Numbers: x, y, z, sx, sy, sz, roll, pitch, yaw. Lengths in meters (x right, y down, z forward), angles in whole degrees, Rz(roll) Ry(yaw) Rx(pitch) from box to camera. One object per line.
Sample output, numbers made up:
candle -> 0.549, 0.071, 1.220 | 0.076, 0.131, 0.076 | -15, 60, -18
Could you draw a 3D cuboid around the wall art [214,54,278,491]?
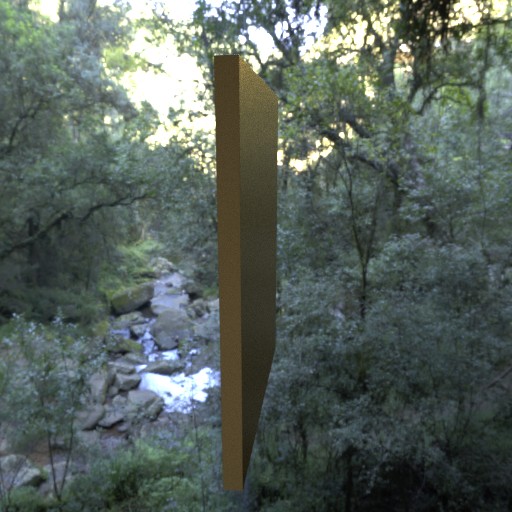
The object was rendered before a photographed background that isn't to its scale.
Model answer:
wall art -> 0.000, 0.000, 1.037 | 0.038, 0.762, 0.610 | 2, 14, 8
